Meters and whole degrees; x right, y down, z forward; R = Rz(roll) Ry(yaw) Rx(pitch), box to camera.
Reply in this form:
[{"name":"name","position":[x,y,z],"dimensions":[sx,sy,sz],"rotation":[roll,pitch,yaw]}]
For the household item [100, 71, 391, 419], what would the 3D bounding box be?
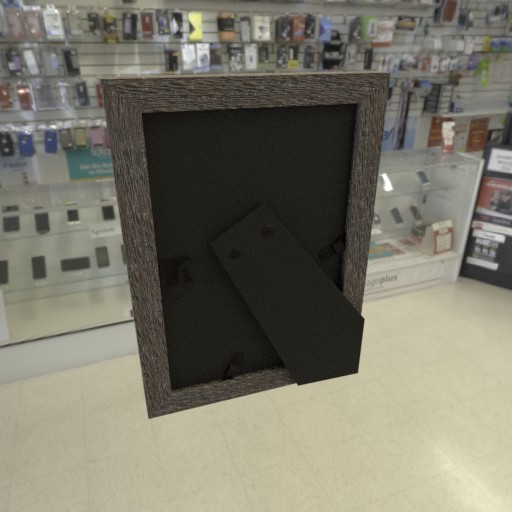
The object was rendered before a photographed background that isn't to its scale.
[{"name":"household item","position":[0.000,0.000,0.237],"dimensions":[0.133,0.180,0.020],"rotation":[-8,27,-17]}]
